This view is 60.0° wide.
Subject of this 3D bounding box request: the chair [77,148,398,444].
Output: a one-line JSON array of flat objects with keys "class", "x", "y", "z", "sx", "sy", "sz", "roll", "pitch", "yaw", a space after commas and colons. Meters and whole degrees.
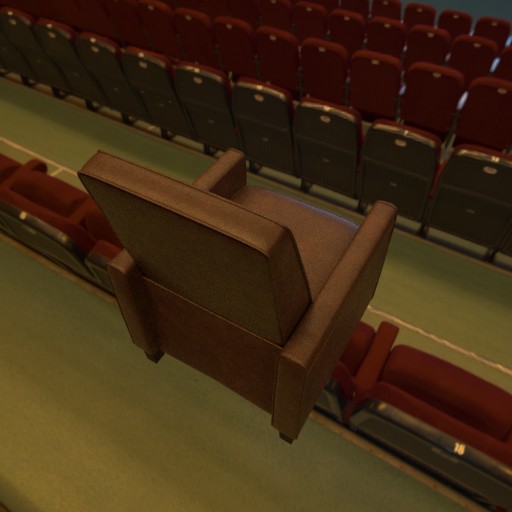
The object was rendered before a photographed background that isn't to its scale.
[{"class": "chair", "x": 0.000, "y": 0.000, "z": 1.471, "sx": 0.705, "sy": 1.013, "sz": 0.746, "roll": 24, "pitch": 51, "yaw": 21}]
